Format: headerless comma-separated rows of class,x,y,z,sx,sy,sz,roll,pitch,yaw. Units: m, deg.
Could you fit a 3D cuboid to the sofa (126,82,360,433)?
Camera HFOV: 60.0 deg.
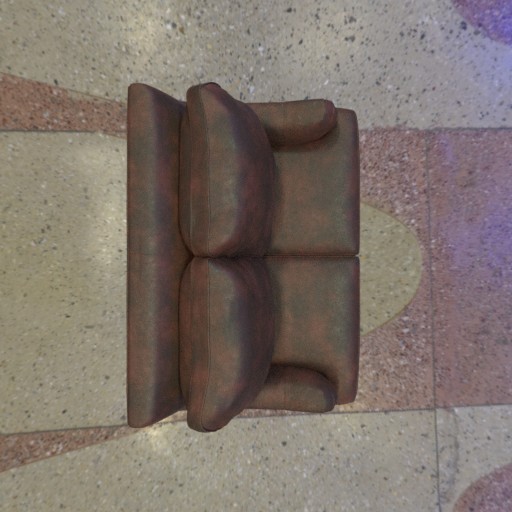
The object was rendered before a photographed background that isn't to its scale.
sofa,0.000,0.000,2.382,1.148,1.070,1.628,0,90,-1
